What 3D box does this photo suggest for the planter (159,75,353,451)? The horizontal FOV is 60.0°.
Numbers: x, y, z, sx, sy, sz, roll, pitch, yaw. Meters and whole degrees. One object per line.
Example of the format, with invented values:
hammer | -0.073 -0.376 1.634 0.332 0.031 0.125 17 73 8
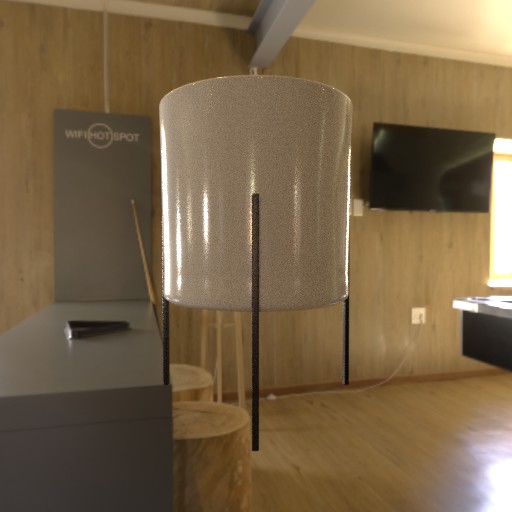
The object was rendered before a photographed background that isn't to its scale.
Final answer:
planter | 0.000 0.000 0.645 0.307 0.431 0.308 0 1 0
